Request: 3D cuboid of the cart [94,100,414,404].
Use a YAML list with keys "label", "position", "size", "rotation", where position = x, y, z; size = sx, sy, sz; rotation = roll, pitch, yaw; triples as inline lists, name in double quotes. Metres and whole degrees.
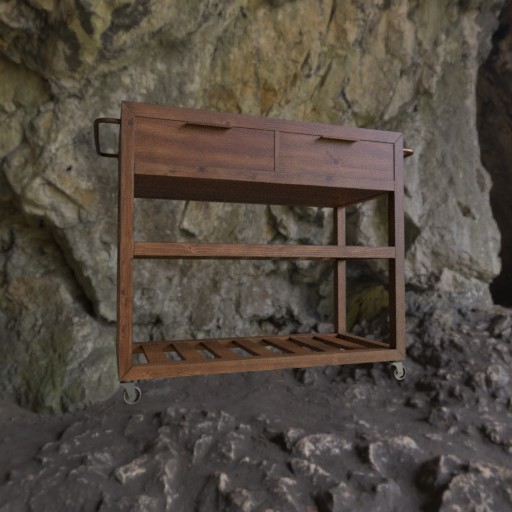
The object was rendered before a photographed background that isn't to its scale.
- label: "cart"
  position: [0.000, 0.000, 1.538]
  size: [1.065, 0.830, 0.445]
  rotation: [1, -2, -18]
